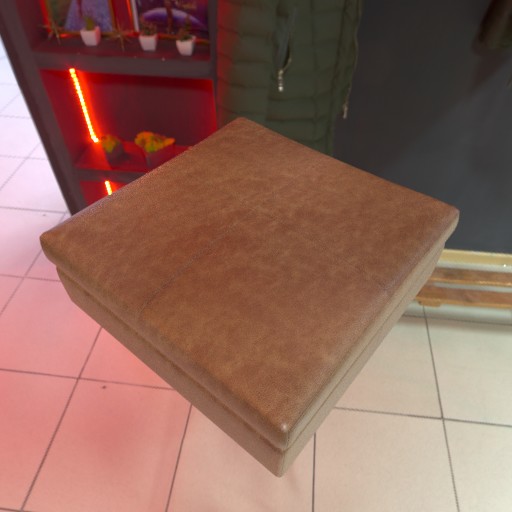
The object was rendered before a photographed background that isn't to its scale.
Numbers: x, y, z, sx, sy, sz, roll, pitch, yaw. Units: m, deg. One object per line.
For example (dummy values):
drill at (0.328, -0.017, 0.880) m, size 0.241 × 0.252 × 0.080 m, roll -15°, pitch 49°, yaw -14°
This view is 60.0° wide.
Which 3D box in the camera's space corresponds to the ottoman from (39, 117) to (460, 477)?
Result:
ottoman at (0.000, 0.000, 1.823) m, size 1.169 × 0.483 × 1.168 m, roll 31°, pitch 54°, yaw 26°
